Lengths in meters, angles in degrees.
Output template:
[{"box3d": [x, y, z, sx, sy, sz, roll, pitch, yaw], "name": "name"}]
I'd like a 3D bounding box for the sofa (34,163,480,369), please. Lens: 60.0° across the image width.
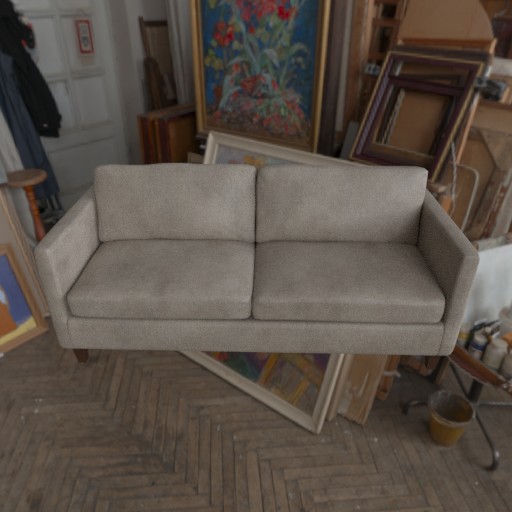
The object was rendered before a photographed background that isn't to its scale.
[{"box3d": [0.000, 0.000, 2.663, 2.208, 0.965, 0.951, 1, 30, 1], "name": "sofa"}]
